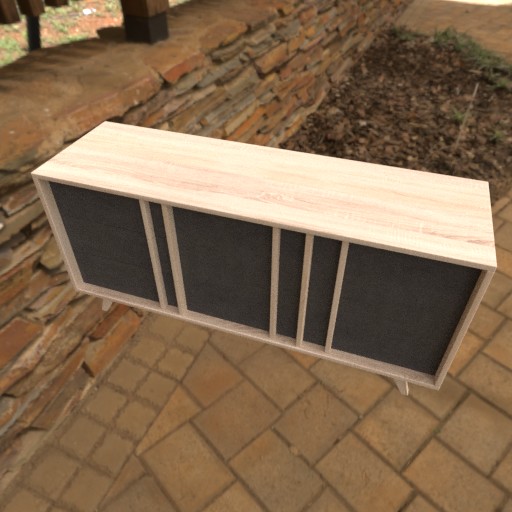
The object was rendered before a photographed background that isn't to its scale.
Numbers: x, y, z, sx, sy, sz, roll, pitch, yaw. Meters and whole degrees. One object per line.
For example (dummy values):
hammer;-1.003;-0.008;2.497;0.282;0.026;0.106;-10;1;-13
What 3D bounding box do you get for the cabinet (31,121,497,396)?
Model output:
cabinet;0.000;0.000;1.921;1.650;0.780;0.500;13;42;14
